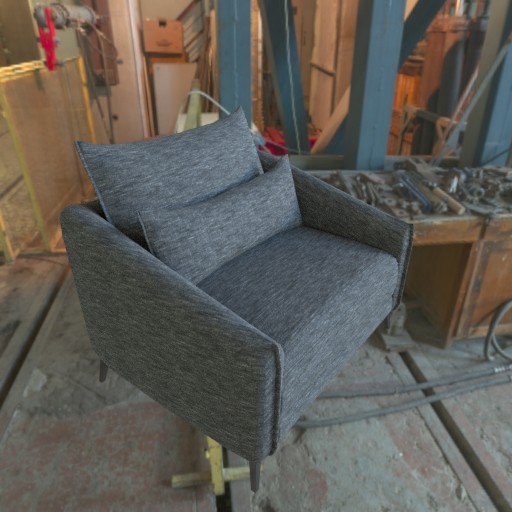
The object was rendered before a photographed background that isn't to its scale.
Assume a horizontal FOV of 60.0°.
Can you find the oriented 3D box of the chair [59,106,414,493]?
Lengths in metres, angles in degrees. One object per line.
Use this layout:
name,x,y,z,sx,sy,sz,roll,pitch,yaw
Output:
chair,0.000,0.000,1.545,0.805,0.842,1.004,20,34,32
